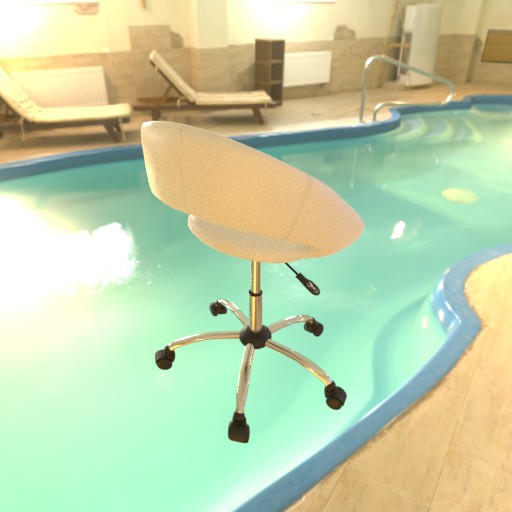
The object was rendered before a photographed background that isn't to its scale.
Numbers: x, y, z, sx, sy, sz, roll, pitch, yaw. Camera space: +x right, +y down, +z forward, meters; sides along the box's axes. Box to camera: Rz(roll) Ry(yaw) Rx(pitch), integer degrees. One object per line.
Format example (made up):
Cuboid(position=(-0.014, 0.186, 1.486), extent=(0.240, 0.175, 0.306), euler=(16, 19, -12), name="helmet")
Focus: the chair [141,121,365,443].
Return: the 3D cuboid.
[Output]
Cuboid(position=(0.000, 0.000, 1.206), extent=(0.612, 0.791, 0.538), euler=(22, 37, 33), name="chair")
